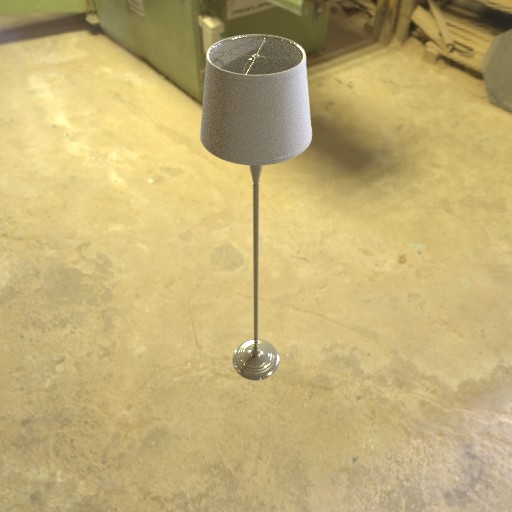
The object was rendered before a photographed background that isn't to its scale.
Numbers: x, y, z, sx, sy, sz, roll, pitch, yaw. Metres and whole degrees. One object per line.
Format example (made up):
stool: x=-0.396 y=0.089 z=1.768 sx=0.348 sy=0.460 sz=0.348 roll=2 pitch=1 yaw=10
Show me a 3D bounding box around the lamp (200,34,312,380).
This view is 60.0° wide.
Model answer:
lamp: x=0.000 y=0.000 z=1.678 sx=0.327 sy=1.506 sz=0.327 roll=-25 pitch=51 yaw=-22
